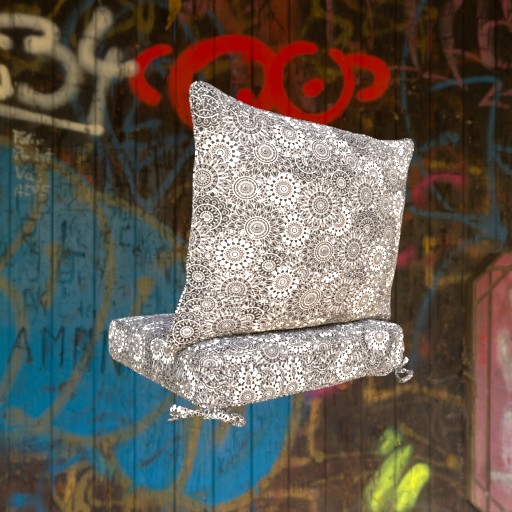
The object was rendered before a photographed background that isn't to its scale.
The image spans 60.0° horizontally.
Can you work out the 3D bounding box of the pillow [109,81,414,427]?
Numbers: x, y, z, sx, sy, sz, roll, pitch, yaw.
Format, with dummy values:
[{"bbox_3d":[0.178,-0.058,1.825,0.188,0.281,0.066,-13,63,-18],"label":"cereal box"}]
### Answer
[{"bbox_3d":[0.000,0.000,1.356,0.798,0.722,0.740,0,0,-36],"label":"pillow"}]
